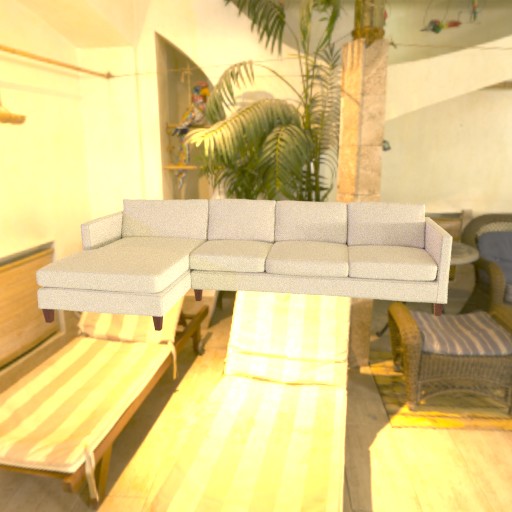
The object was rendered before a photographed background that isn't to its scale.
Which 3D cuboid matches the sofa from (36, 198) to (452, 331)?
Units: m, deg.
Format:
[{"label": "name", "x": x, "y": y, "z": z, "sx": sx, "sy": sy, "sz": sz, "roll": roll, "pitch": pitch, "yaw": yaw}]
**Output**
[{"label": "sofa", "x": 0.000, "y": 0.000, "z": 3.888, "sx": 3.186, "sy": 0.846, "sz": 1.625, "roll": 2, "pitch": 14, "yaw": 10}]
